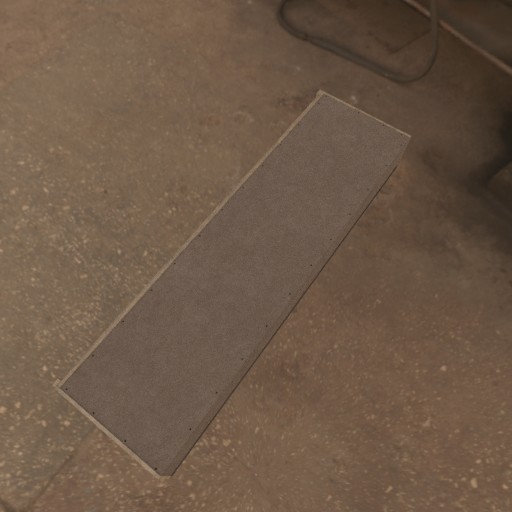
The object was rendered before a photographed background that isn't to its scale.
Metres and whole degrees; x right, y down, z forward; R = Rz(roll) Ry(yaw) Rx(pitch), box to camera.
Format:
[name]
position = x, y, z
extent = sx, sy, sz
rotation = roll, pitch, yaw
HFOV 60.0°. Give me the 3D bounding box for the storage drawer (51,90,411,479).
[storage drawer]
position = 0.000, 0.000, 2.249
extent = 0.591, 0.274, 2.072
rotation = 33, 68, 15
